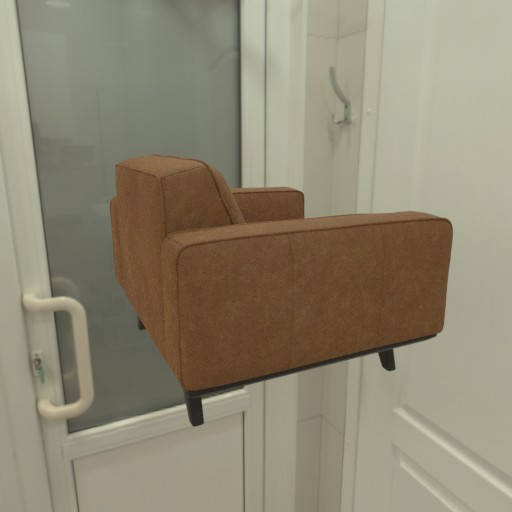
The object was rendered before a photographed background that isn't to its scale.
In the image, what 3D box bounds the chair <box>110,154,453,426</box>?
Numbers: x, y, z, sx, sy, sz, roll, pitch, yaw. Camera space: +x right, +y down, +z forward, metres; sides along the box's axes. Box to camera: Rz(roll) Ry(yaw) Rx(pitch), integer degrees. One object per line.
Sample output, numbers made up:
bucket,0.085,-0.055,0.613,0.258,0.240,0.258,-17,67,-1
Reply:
chair,0.000,0.000,1.758,0.952,0.782,1.118,-7,16,-25
